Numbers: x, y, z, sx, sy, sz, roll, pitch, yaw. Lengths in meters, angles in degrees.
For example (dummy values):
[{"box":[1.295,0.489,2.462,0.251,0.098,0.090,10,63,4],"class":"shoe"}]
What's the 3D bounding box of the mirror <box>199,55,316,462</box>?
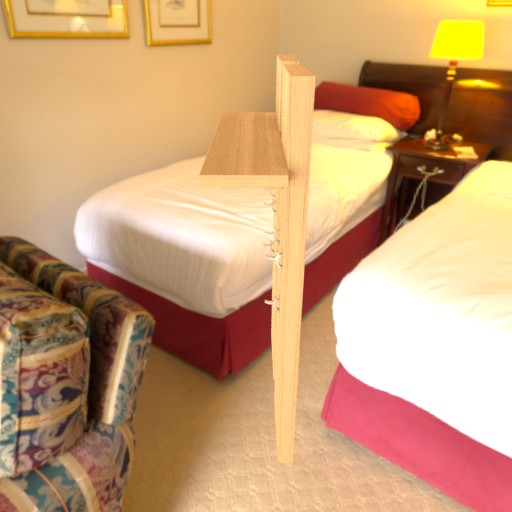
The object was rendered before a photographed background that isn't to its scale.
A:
[{"box":[0.000,0.000,1.560,0.260,1.250,0.800,0,28,0],"class":"mirror"}]
